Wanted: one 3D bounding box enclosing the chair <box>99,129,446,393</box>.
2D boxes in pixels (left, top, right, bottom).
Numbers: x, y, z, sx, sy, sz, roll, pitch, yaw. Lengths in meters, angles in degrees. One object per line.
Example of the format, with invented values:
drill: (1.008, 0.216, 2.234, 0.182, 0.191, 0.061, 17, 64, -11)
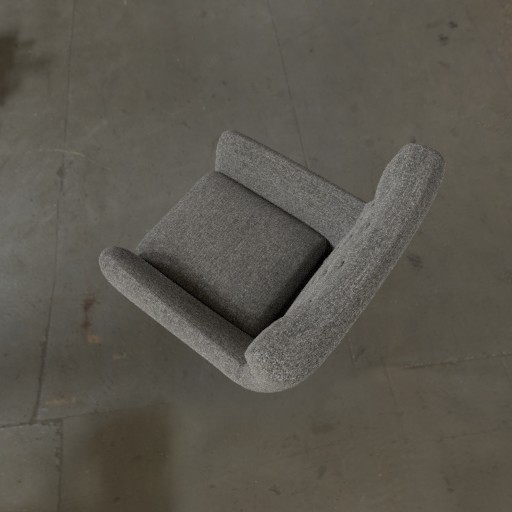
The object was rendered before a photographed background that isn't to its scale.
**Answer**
chair: (0.000, 0.000, 1.775, 0.940, 1.039, 0.889, 34, 68, 16)
